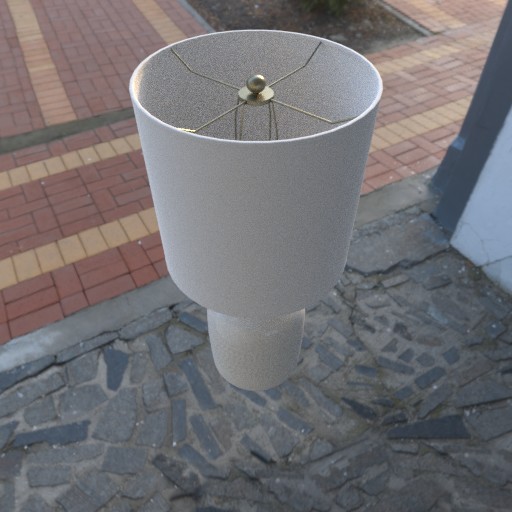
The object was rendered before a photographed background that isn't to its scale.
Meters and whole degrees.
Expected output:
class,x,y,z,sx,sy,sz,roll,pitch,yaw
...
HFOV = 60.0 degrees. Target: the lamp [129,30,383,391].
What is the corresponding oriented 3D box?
class,x,y,z,sx,sy,sz,roll,pitch,yaw
lamp,0.000,0.000,0.475,0.188,0.392,0.188,-10,47,-9
